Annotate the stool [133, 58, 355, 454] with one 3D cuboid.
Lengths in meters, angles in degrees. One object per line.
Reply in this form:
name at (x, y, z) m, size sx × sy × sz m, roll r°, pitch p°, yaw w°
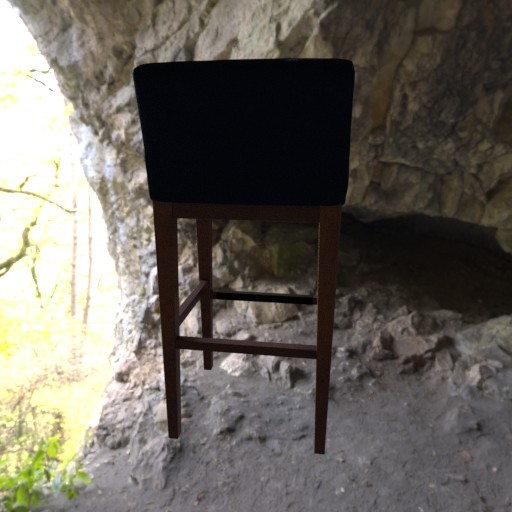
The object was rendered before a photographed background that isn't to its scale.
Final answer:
stool at (0.000, 0.000, 1.334) m, size 0.511 × 1.037 × 0.500 m, roll 2°, pitch 16°, yaw 8°
